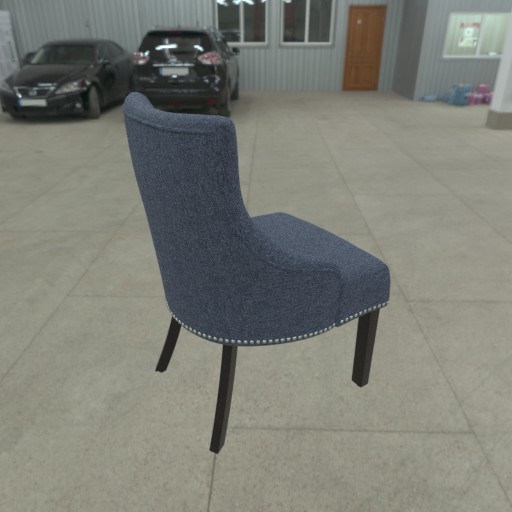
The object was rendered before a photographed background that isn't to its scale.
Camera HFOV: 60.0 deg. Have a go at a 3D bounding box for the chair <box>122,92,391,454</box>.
[{"bbox_3d":[0.000,0.000,1.321,0.629,0.909,0.566,-17,31,-30],"label":"chair"}]
